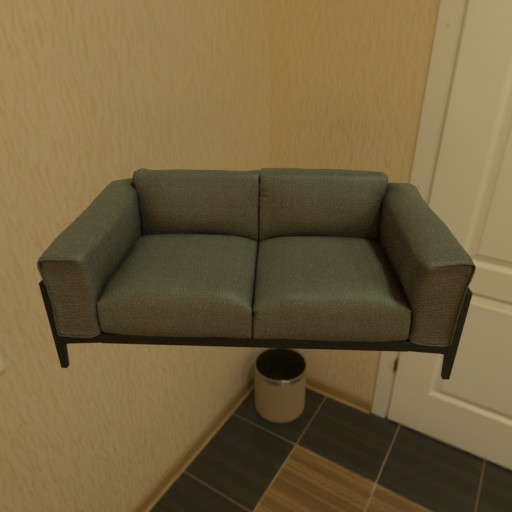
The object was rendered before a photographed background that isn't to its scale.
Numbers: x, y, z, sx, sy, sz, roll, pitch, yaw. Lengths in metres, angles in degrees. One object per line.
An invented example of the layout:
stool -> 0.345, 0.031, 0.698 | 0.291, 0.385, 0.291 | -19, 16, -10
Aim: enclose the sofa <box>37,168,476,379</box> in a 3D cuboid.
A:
sofa -> 0.000, 0.000, 2.160 | 1.690, 0.656, 0.960 | 1, 28, 2
